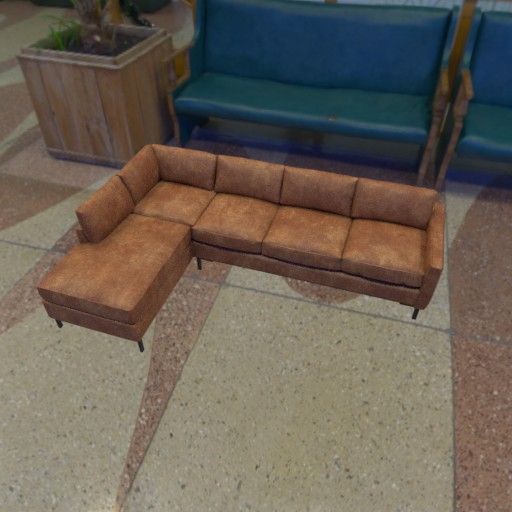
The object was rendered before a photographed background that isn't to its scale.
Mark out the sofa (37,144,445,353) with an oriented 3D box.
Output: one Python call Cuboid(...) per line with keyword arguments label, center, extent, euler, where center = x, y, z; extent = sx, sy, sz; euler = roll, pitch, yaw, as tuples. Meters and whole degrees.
Cuboid(label="sofa", center=(0.000, 0.000, 3.798), extent=(2.984, 0.877, 1.938), euler=(12, 43, 14))
